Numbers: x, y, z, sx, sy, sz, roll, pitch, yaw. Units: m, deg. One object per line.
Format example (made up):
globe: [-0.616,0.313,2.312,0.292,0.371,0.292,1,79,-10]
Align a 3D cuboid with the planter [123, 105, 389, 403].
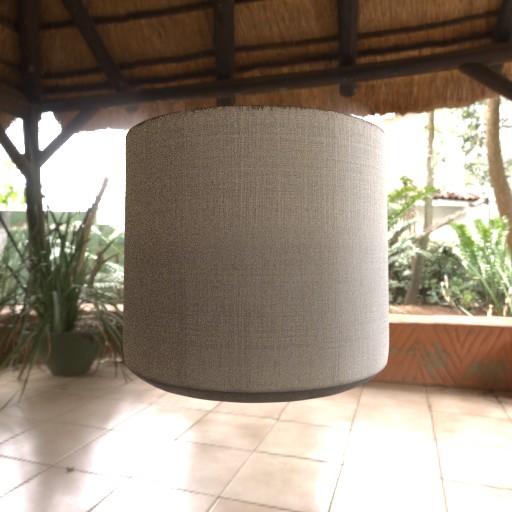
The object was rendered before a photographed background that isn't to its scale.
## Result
planter: [0.000,0.000,0.440,0.254,0.221,0.254,0,1,0]
